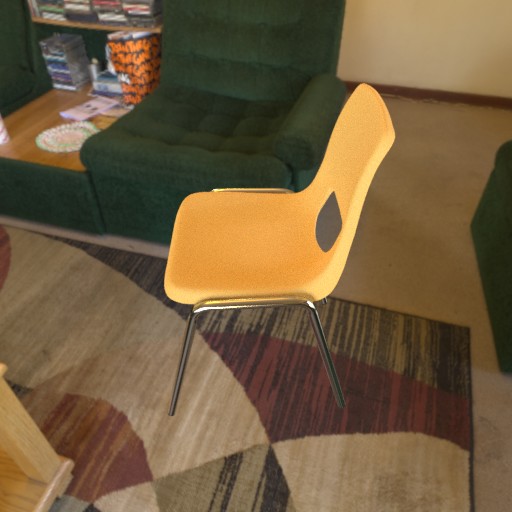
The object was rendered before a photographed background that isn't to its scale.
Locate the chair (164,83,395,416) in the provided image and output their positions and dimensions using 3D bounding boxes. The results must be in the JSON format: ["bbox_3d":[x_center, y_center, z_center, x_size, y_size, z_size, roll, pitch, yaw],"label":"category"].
[{"bbox_3d":[0.000,0.000,0.976,0.436,0.704,0.381,-1,43,-1],"label":"chair"}]
